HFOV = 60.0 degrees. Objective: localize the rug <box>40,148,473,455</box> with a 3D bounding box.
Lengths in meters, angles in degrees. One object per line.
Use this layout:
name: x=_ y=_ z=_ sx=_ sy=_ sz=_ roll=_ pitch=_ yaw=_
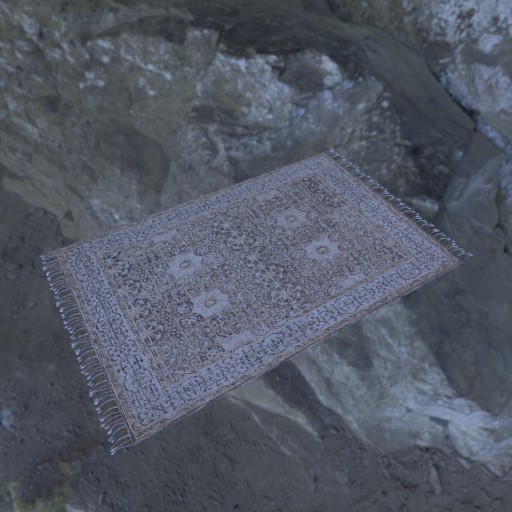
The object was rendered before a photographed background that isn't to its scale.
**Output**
rug: x=0.000 y=0.000 z=2.410 sx=2.029 sy=0.010 sz=1.237 roll=-24 pitch=51 yaw=-21
